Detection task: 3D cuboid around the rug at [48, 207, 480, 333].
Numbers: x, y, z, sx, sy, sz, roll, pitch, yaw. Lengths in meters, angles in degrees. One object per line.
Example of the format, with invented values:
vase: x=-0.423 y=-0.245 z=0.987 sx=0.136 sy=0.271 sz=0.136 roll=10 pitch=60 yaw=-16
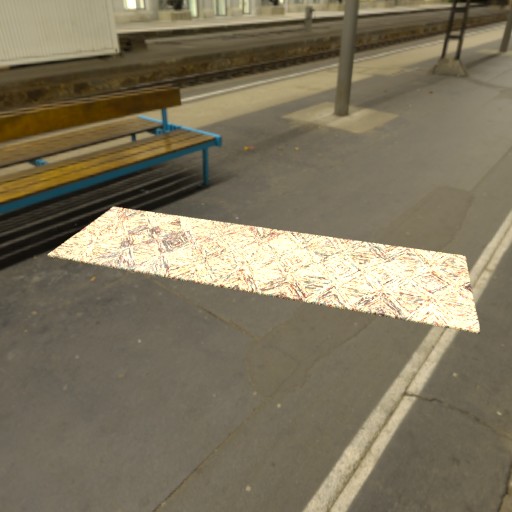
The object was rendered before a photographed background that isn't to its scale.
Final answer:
rug: x=0.000 y=0.000 z=2.529 sx=2.292 sy=0.015 sz=0.688 roll=9 pitch=32 yaw=14
